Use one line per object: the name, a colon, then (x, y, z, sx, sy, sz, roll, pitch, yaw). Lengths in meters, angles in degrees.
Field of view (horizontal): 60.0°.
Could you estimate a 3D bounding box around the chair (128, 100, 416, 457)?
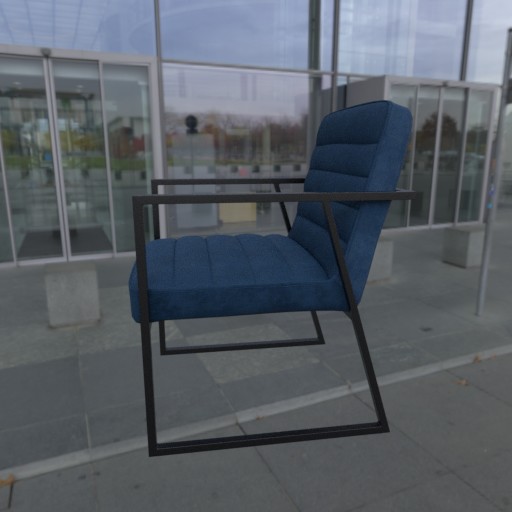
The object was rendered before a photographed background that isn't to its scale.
chair: (0.000, 0.000, 1.283, 0.677, 0.833, 0.571, -2, 13, -9)
